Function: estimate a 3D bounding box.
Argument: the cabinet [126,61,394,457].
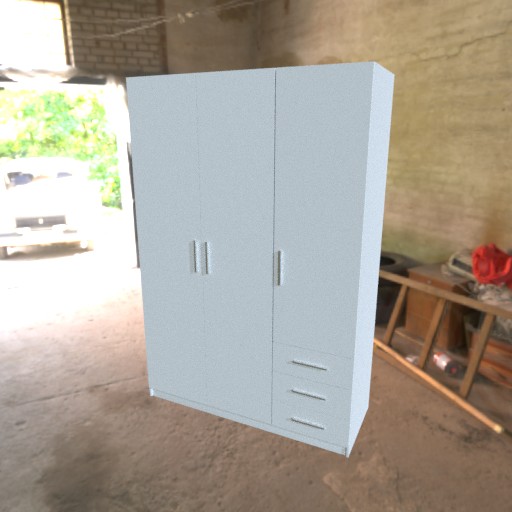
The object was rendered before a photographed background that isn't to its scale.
[{"bbox_3d":[0.000,0.000,2.522,1.290,1.910,0.510,7,17,25],"label":"cabinet"}]
